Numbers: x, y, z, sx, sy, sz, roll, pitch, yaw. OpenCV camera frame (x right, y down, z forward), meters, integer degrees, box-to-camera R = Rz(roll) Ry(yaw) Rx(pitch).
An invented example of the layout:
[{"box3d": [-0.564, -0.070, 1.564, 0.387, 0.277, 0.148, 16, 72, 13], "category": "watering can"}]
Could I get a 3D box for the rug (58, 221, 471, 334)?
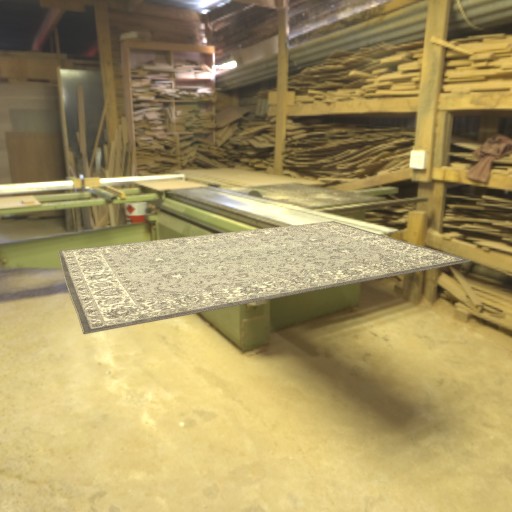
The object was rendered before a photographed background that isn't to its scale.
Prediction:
[{"box3d": [0.000, 0.000, 3.060, 2.438, 0.011, 1.524, -8, 17, -26], "category": "rug"}]
